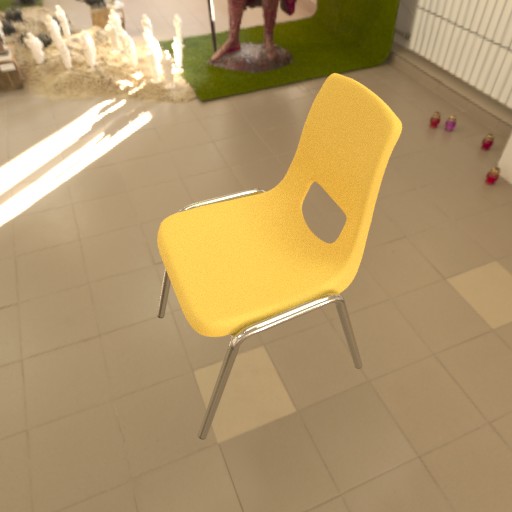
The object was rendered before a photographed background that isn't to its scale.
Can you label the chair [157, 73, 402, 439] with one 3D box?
[{"bbox_3d":[0.000,0.000,0.935,0.436,0.653,0.381,-17,48,-16],"label":"chair"}]
